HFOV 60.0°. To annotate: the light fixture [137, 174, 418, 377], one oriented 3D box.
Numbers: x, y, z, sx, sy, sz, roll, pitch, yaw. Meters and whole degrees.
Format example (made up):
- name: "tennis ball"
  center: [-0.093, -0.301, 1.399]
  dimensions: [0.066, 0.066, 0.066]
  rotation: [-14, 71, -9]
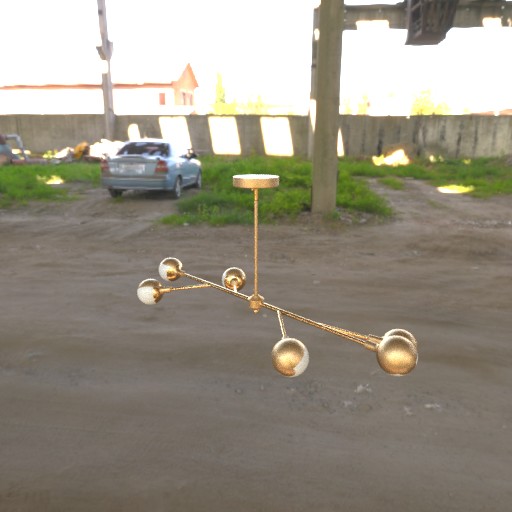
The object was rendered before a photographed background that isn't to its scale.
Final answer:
- name: "light fixture"
  center: [0.000, 0.000, 1.021]
  dimensions: [0.434, 0.362, 0.778]
  rotation: [-8, 17, -26]
